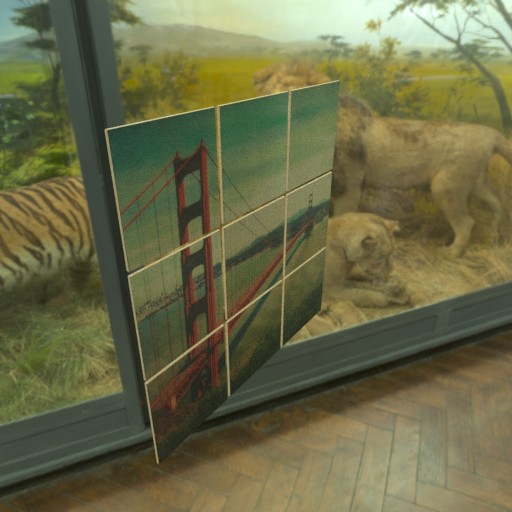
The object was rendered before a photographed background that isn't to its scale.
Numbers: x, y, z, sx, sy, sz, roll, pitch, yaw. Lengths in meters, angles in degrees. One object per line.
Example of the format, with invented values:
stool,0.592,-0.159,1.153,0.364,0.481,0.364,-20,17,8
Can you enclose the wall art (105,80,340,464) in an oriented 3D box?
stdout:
wall art,0.000,0.000,2.220,0.014,1.507,1.519,19,33,32
